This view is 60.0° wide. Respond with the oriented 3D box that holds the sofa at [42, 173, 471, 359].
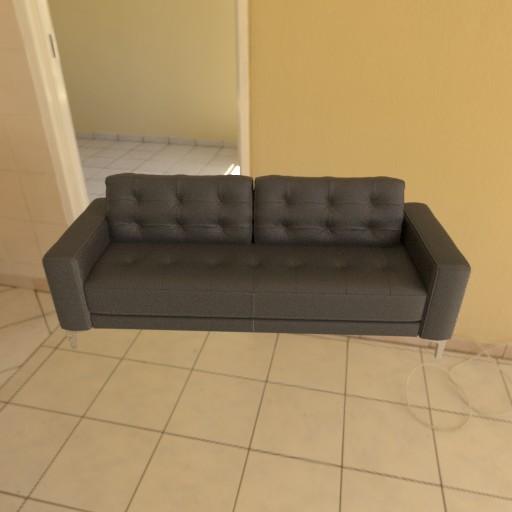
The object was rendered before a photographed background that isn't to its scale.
[{"bbox_3d":[0.000,0.000,2.732,2.275,0.893,0.833,1,30,2],"label":"sofa"}]
